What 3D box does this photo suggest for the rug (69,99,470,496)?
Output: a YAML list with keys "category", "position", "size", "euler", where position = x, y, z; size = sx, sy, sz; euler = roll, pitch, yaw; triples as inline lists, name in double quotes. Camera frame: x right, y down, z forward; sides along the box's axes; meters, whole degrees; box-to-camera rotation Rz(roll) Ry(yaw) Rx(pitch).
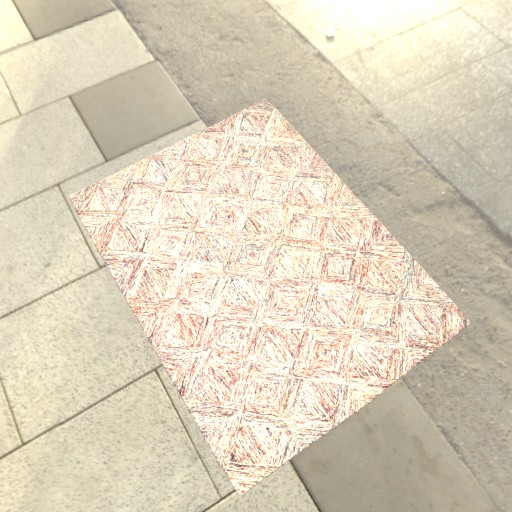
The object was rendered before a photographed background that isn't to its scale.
- category: "rug"
  position: [0.000, 0.000, 4.177]
  size: [2.436, 0.024, 3.226]
  euler: [-31, 68, -14]
